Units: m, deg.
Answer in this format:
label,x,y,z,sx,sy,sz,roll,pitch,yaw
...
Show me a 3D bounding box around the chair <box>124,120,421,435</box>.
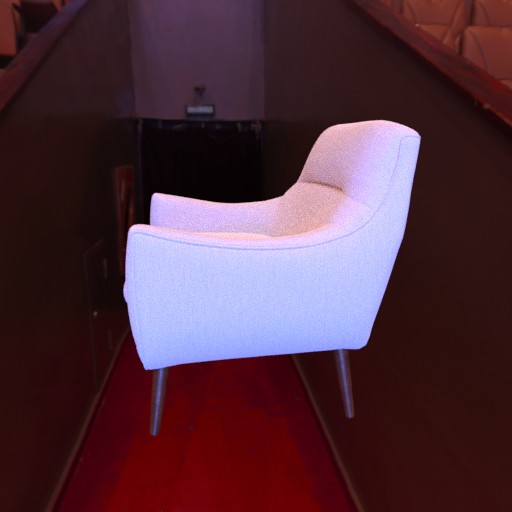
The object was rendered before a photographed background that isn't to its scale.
label,x,y,z,sx,sy,sz,roll,pitch,yaw
chair,0.000,0.000,1.444,0.787,0.838,0.762,-2,14,-8
